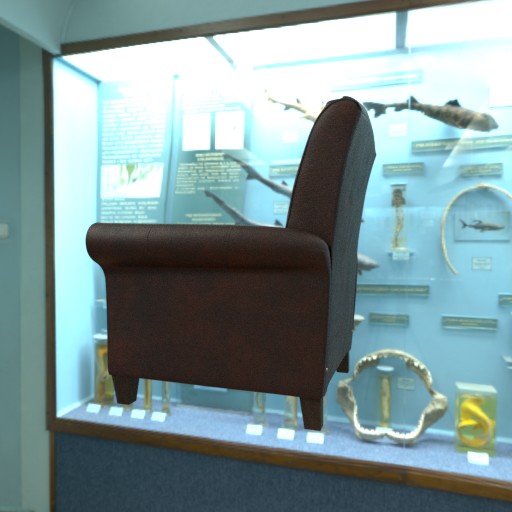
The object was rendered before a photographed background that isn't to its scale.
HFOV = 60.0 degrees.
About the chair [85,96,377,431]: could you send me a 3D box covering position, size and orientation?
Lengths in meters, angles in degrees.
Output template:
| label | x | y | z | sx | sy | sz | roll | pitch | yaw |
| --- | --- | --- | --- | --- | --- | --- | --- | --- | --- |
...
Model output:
| label | x | y | z | sx | sy | sz | roll | pitch | yaw |
| --- | --- | --- | --- | --- | --- | --- | --- | --- | --- |
| chair | 0.000 | 0.000 | 1.794 | 0.902 | 1.061 | 0.978 | 0 | 1 | 19 |
